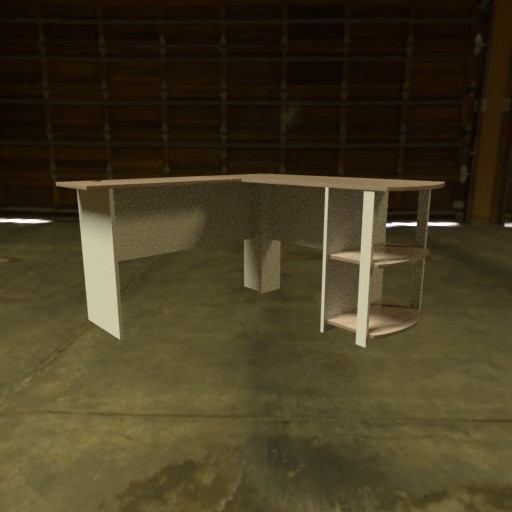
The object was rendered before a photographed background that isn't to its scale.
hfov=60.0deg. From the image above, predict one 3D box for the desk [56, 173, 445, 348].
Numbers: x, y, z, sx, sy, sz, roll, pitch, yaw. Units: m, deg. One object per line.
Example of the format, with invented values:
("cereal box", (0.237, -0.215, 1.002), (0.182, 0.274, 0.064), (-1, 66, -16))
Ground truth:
("desk", (0.000, 0.000, 2.153), (1.361, 0.716, 1.303), (-12, 17, -42))
